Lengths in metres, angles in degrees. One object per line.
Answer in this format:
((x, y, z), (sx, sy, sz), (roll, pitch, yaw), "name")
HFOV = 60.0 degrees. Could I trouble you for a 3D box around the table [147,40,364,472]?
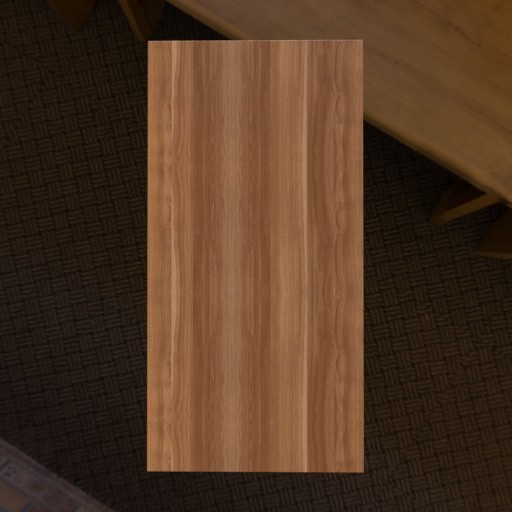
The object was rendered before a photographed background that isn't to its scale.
((0.000, 0.000, 2.439), (1.000, 0.770, 2.000), (0, 89, 1), "table")
